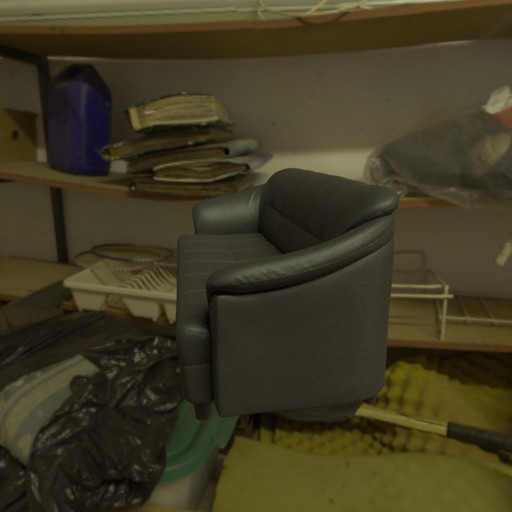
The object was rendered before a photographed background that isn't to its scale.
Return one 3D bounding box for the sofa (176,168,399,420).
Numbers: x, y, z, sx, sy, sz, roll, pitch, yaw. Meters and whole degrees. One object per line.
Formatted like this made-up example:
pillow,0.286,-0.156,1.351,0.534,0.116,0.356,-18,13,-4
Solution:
sofa,0.000,0.000,2.250,0.800,0.811,1.829,-2,14,-9
